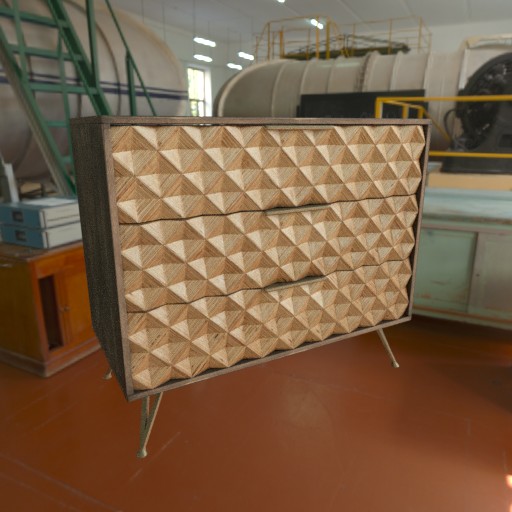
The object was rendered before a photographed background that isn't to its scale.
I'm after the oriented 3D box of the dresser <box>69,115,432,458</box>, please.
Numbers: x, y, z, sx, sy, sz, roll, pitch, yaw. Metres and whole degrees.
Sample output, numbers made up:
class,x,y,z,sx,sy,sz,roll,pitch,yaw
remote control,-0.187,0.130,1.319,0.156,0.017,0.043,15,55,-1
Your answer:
class,x,y,z,sx,sy,sz,roll,pitch,yaw
dresser,0.000,0.000,1.354,0.923,0.801,0.453,-9,19,-28
